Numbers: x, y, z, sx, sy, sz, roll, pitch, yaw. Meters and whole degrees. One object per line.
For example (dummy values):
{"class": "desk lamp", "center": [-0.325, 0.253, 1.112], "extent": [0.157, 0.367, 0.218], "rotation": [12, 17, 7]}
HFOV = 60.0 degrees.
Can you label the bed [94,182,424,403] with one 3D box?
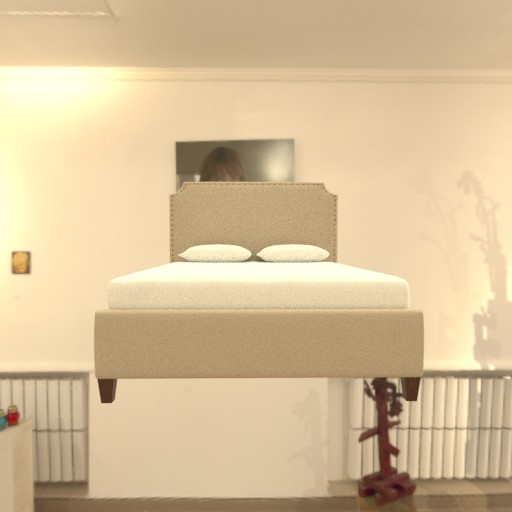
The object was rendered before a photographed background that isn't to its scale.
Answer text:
{"class": "bed", "center": [0.000, 0.000, 3.408], "extent": [1.713, 1.443, 2.372], "rotation": [0, 2, -1]}
